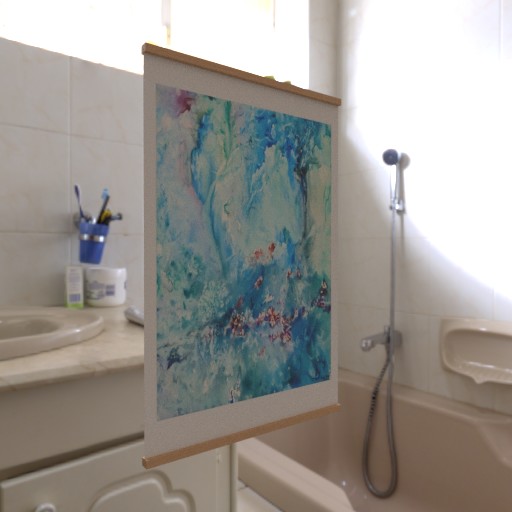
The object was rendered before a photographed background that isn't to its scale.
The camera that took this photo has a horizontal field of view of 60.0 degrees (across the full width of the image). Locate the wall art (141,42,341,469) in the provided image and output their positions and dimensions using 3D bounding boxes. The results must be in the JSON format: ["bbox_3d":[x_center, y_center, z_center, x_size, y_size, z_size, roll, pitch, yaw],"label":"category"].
[{"bbox_3d":[0.000,0.000,0.633,0.335,0.510,0.013,0,1,-36],"label":"wall art"}]
